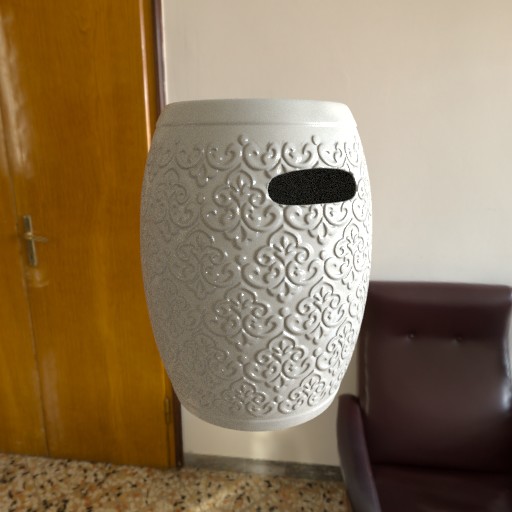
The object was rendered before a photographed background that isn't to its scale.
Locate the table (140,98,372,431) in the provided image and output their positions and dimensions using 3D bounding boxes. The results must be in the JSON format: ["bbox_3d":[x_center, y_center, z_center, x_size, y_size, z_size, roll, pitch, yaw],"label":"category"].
[{"bbox_3d":[0.000,0.000,0.615,0.309,0.397,0.309,0,15,0],"label":"table"}]
